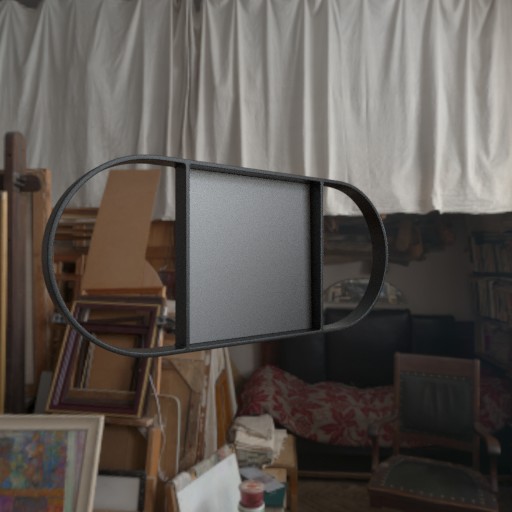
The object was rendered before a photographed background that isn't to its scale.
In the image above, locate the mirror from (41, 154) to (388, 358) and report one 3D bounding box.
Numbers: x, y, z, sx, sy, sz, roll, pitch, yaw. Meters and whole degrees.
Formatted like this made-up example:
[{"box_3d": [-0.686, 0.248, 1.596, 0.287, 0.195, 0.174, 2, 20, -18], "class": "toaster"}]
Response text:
[{"box_3d": [0.000, 0.000, 0.665, 0.584, 0.254, 0.032, 0, 0, -36], "class": "mirror"}]
